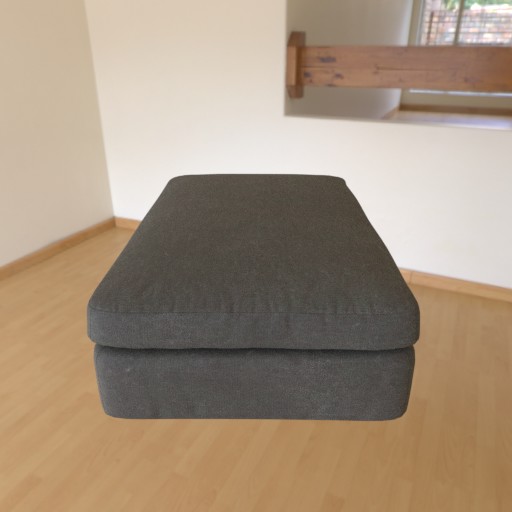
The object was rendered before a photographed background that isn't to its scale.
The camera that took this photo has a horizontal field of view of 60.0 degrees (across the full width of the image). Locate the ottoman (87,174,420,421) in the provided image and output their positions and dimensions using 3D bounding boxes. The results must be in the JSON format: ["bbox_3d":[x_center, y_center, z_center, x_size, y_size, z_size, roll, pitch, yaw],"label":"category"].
[{"bbox_3d":[0.000,0.000,1.620,0.840,0.429,1.199,0,25,1],"label":"ottoman"}]
